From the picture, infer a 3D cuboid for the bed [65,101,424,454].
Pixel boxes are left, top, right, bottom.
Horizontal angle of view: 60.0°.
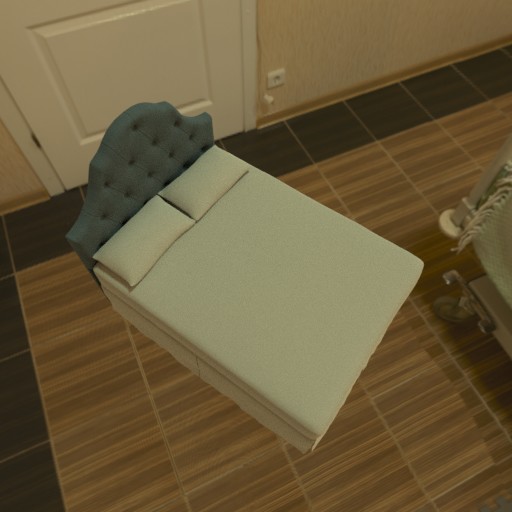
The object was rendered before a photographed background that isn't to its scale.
[{"bbox_3d":[0.000,0.000,3.250,2.155,1.575,1.636,32,65,17],"label":"bed"}]
